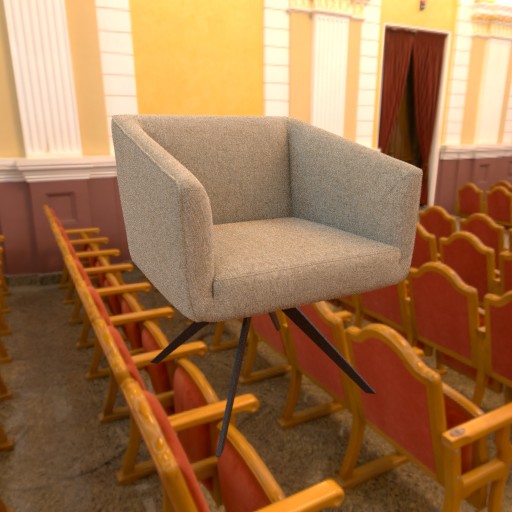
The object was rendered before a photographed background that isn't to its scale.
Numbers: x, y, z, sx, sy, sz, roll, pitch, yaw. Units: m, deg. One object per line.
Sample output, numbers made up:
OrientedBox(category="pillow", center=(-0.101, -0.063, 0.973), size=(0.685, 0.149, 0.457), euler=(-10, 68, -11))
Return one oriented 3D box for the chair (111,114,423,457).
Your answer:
OrientedBox(category="chair", center=(0.000, 0.000, 1.237), size=(0.628, 0.760, 0.623), euler=(-8, 18, -27))
